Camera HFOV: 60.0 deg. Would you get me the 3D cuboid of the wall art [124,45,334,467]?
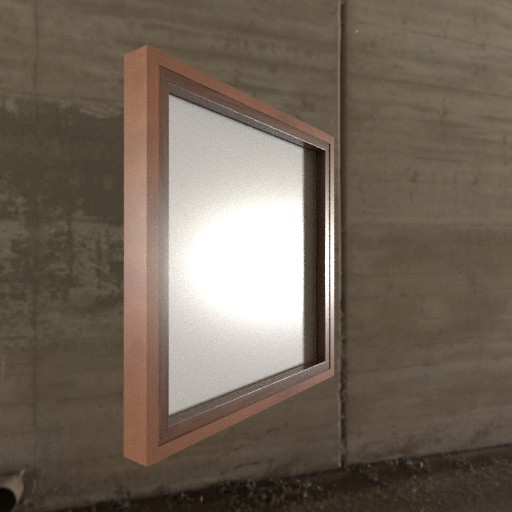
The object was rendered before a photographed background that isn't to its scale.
[{"bbox_3d":[0.000,0.000,0.596,0.035,0.403,0.403,0,0,36],"label":"wall art"}]
